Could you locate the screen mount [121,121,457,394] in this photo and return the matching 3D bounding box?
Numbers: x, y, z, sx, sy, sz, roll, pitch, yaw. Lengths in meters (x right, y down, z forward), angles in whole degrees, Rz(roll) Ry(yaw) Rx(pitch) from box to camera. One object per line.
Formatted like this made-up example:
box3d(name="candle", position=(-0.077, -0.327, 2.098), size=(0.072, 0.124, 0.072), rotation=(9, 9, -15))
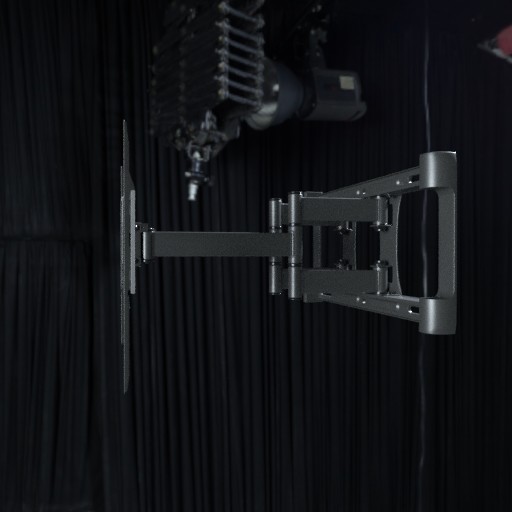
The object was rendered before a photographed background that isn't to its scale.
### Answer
box3d(name="screen mount", position=(0.000, 0.000, 1.104), size=(0.644, 0.491, 0.661), rotation=(0, 0, -17))
